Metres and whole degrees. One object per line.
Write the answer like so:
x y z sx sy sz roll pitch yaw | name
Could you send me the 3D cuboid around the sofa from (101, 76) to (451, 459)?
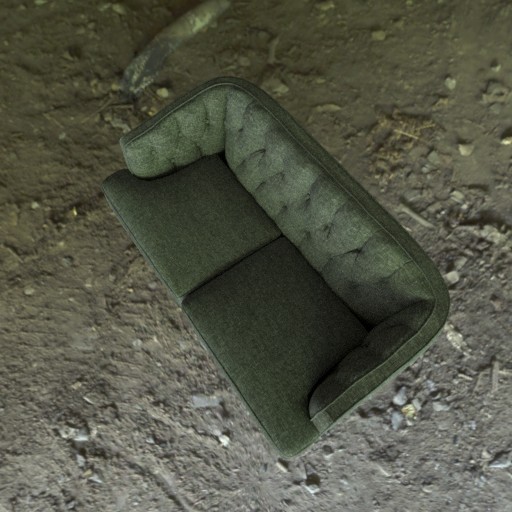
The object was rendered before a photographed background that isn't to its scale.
0.000 0.000 2.274 0.941 0.855 1.733 -33 68 -15 | sofa
